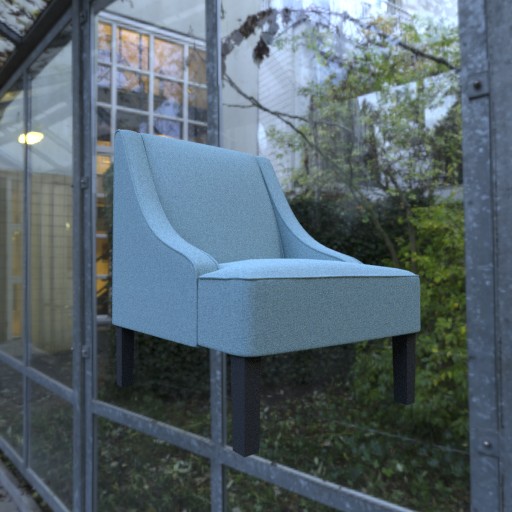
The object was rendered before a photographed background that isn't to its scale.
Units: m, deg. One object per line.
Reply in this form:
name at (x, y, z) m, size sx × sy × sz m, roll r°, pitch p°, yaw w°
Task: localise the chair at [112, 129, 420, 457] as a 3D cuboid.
chair at (0.000, 0.000, 1.844) m, size 0.857 × 1.133 × 1.025 m, roll 1°, pitch -2°, yaw -38°
